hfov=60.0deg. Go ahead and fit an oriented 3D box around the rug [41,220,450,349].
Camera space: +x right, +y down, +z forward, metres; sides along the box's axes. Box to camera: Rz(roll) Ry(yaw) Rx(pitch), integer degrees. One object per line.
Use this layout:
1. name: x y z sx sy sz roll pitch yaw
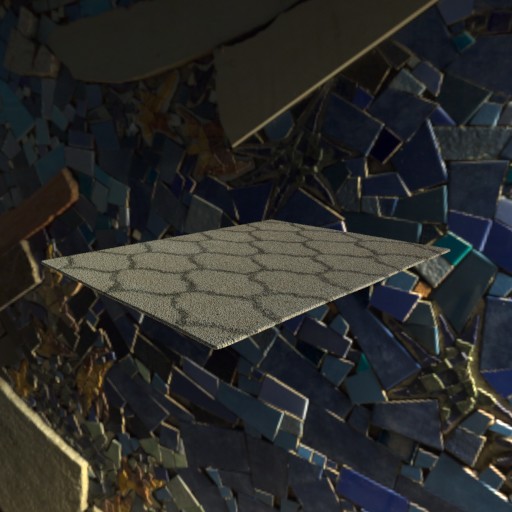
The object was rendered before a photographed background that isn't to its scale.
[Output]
1. rug: 0.000 0.000 4.111 2.399 0.026 3.000 14 20 43
